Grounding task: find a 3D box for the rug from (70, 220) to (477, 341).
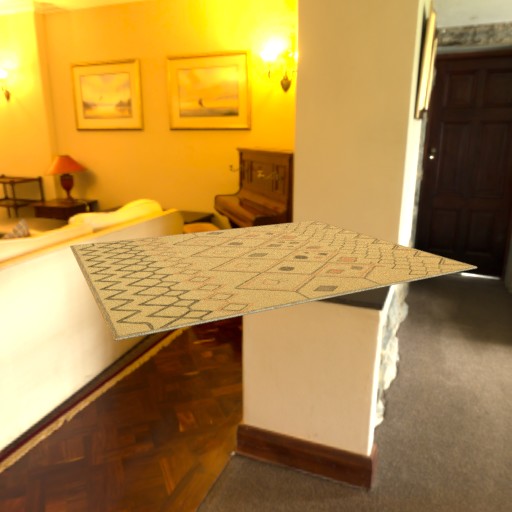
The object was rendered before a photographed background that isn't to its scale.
[{"bbox_3d":[0.000,0.000,4.195,3.050,0.016,2.441,-8,17,-26],"label":"rug"}]
